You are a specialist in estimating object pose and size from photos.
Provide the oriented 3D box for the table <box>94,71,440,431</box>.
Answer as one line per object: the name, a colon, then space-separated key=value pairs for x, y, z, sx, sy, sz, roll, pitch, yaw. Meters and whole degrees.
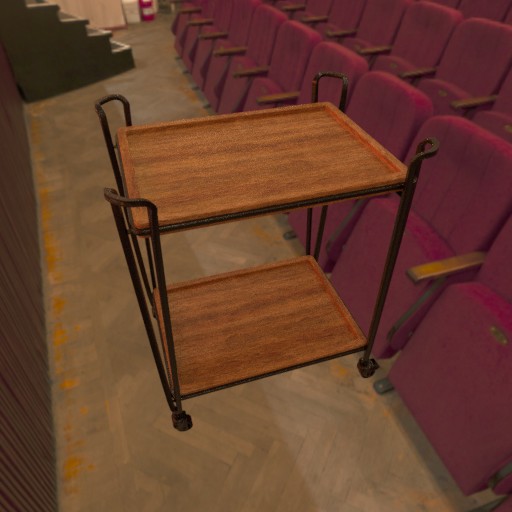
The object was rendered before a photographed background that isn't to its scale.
table: x=0.000 y=0.000 z=1.225 sx=0.672 sy=0.785 sz=0.505 roll=-12 pitch=42 yaw=-13
